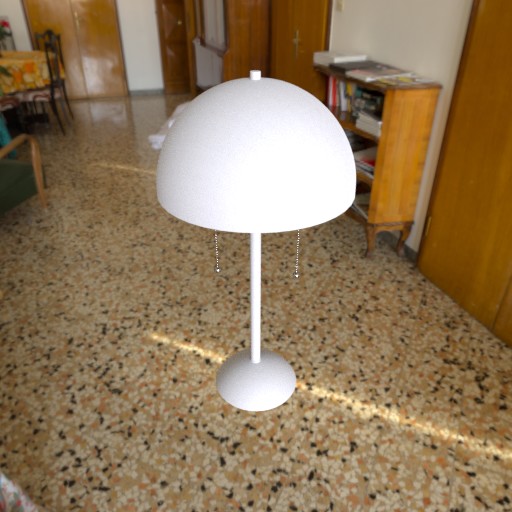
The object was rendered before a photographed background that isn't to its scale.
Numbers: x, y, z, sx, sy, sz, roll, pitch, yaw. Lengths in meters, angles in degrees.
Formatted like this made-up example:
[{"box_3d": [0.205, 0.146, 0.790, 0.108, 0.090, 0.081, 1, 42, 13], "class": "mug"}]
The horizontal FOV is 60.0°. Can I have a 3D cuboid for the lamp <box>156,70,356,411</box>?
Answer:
[{"box_3d": [0.000, 0.000, 0.425, 0.171, 0.330, 0.171, 0, 31, 0], "class": "lamp"}]
